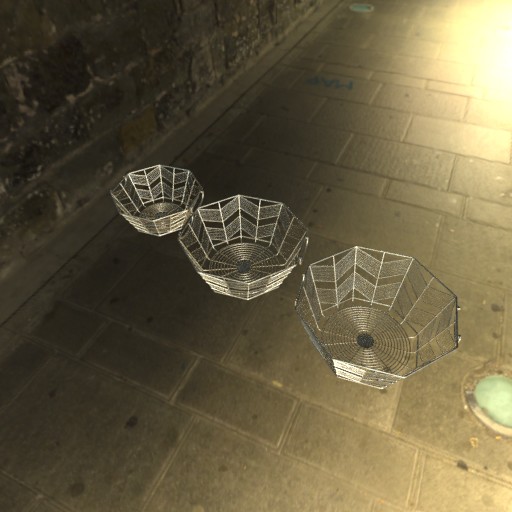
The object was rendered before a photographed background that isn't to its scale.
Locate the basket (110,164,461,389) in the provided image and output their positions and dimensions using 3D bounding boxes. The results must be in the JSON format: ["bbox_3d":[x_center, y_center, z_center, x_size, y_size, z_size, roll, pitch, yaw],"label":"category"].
[{"bbox_3d":[0.000,0.000,1.396,1.246,0.178,0.432,30,53,27],"label":"basket"}]
